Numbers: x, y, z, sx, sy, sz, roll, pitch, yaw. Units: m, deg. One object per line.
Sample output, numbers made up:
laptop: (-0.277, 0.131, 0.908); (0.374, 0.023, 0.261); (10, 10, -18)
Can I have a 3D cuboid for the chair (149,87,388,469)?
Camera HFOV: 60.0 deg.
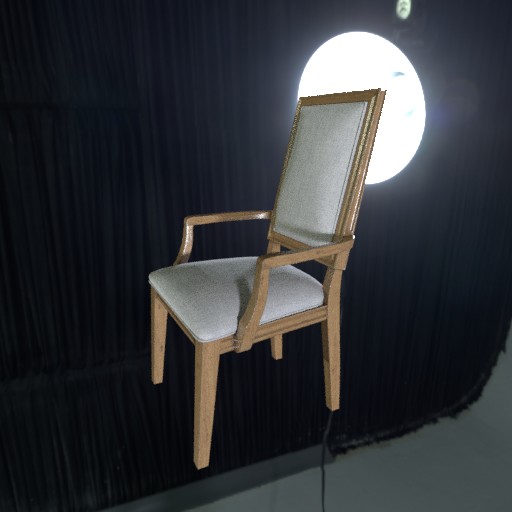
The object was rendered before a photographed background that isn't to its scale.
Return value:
chair: (0.000, 0.000, 1.399); (0.602, 0.990, 0.606); (-8, 18, -26)
